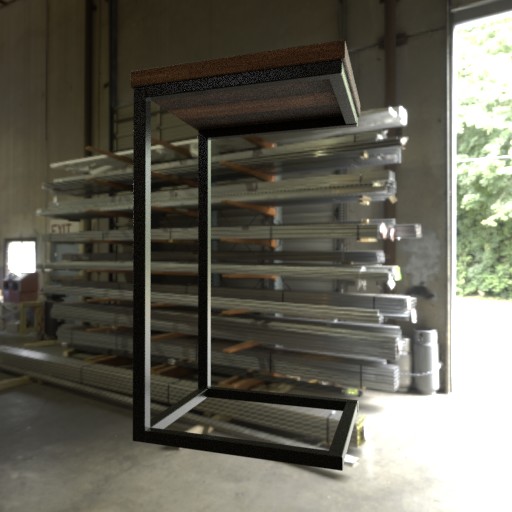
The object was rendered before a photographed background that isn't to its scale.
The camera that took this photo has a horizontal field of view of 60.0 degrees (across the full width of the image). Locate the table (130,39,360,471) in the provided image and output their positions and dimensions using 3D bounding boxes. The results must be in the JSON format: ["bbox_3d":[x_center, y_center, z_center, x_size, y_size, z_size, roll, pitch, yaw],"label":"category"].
[{"bbox_3d":[0.000,0.000,0.950,0.414,0.718,0.323,0,-1,18],"label":"table"}]
